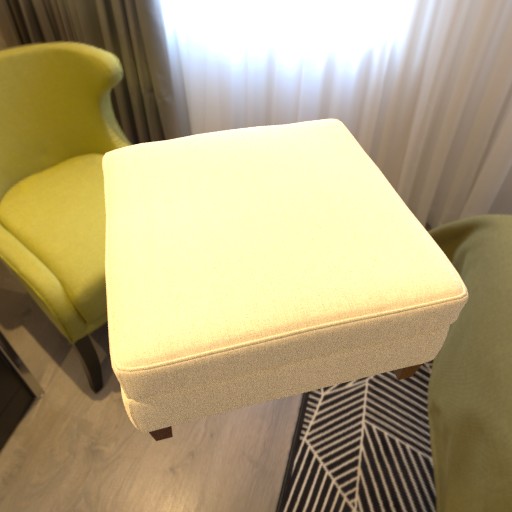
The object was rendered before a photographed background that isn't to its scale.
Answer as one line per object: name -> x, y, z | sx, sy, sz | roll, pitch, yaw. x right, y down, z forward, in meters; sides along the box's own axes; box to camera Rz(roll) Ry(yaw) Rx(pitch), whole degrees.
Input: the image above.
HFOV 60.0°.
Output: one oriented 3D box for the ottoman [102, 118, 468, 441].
ottoman -> 0.000, 0.000, 1.349 | 0.838, 0.478, 0.838 | -11, 47, -10
